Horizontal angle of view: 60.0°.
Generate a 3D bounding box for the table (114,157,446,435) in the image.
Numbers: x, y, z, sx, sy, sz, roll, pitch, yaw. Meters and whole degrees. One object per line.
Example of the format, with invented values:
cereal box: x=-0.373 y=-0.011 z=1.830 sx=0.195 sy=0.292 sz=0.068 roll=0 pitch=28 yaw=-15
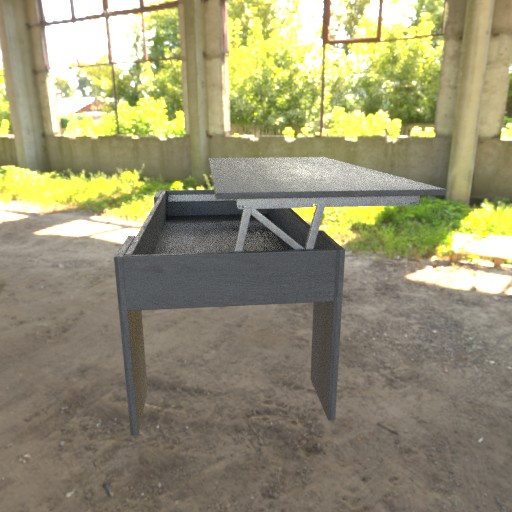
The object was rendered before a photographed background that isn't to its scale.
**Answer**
table: x=0.000 y=0.000 z=1.473 sx=0.711 sy=0.570 sz=1.000 roll=-2 pitch=17 yaw=-6
